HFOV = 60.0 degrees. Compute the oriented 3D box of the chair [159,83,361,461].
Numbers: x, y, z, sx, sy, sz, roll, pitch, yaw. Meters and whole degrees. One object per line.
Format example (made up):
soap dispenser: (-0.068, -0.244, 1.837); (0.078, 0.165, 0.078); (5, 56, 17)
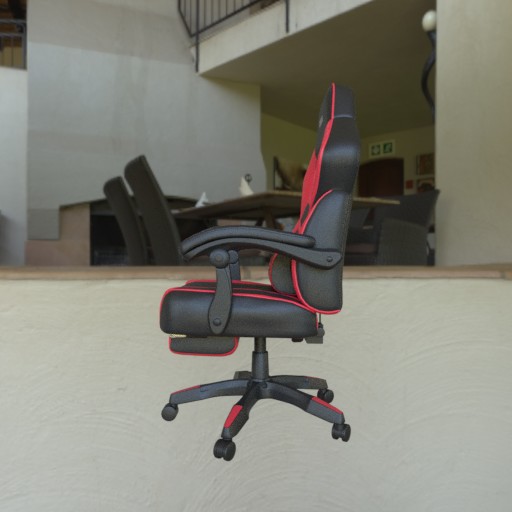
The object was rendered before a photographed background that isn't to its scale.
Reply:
chair: (0.000, 0.000, 1.647); (0.700, 1.220, 0.700); (0, 0, 1)
